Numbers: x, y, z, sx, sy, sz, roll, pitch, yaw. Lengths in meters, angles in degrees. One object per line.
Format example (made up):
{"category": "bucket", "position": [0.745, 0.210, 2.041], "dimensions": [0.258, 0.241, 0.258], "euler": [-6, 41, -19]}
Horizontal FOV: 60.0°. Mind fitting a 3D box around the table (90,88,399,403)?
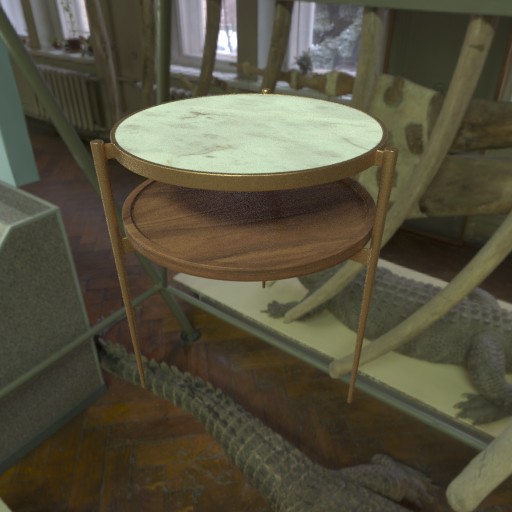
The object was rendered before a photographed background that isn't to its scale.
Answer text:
{"category": "table", "position": [0.000, 0.000, 0.820], "dimensions": [0.456, 0.493, 0.430], "euler": [21, 38, 30]}
